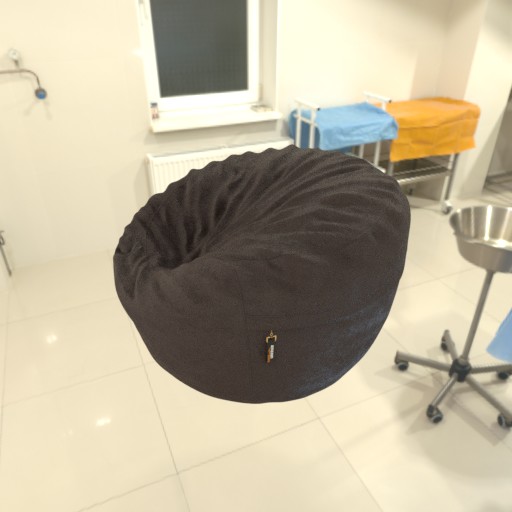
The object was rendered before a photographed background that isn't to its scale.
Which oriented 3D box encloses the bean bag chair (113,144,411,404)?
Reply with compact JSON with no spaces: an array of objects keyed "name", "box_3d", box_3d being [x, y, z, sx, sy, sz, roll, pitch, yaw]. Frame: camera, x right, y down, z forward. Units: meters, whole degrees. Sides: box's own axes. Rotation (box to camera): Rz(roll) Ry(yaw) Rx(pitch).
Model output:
[{"name":"bean bag chair","box_3d":[0.000,0.000,2.027,1.245,0.821,1.245,0,31,0]}]
